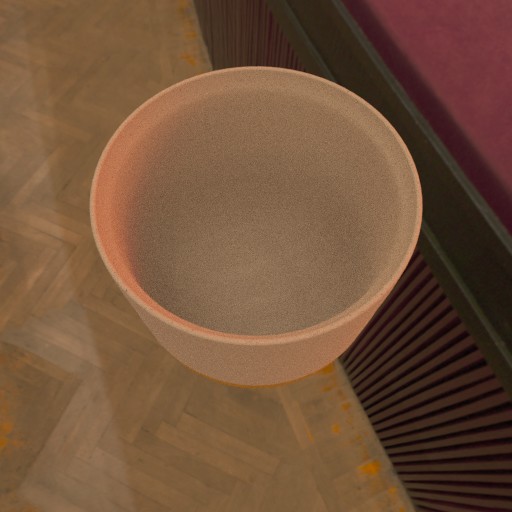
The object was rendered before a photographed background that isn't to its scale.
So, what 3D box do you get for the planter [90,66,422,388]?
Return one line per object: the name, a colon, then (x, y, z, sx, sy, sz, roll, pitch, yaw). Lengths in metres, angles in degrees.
planter: (0.000, 0.000, 0.478, 0.268, 0.270, 0.268, 0, 64, 0)
